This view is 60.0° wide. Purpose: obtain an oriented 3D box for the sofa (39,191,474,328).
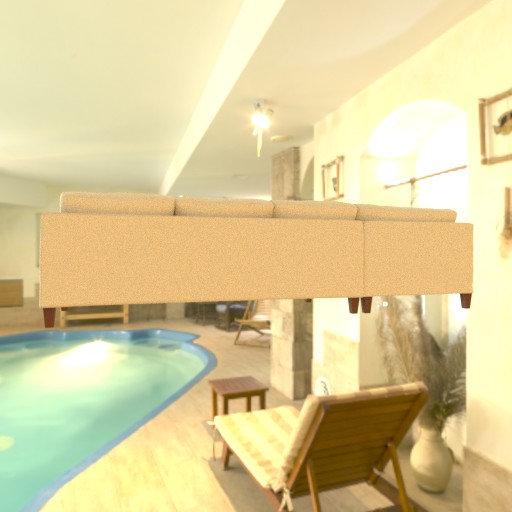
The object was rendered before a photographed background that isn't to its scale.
[{"bbox_3d":[0.000,0.000,3.844,3.186,0.846,1.625,0,0,-17],"label":"sofa"}]
